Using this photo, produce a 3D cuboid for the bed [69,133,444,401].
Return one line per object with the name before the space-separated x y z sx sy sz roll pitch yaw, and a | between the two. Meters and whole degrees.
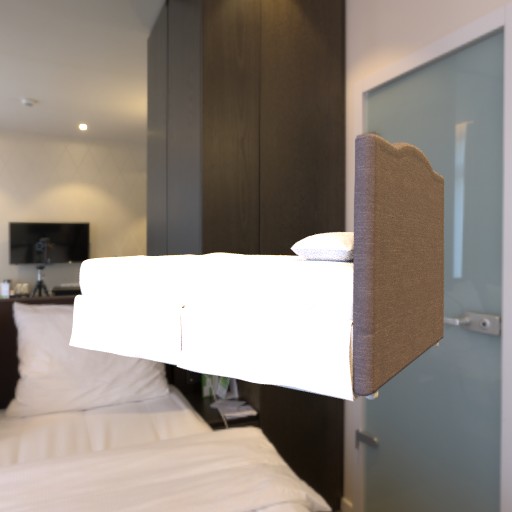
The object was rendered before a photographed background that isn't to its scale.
bed | 0.000 0.000 3.557 2.507 1.441 1.741 1 1 34
